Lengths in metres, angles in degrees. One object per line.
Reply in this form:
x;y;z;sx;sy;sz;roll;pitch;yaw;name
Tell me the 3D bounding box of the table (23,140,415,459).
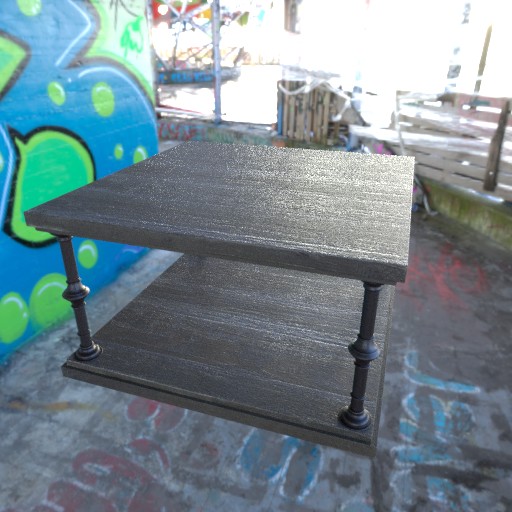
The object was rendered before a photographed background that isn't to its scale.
0.000;0.000;1.123;0.696;0.400;0.696;8;27;17;table
